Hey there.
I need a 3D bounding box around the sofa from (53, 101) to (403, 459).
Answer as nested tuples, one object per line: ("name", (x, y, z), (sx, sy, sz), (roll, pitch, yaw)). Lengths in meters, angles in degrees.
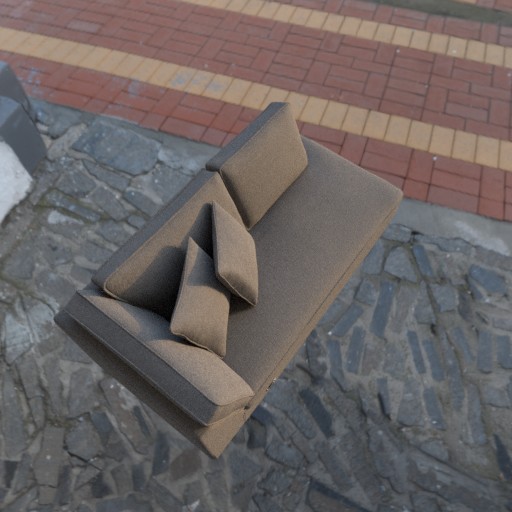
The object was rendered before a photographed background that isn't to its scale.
("sofa", (0.000, 0.000, 2.931), (1.110, 1.033, 2.237), (33, 64, 18))
